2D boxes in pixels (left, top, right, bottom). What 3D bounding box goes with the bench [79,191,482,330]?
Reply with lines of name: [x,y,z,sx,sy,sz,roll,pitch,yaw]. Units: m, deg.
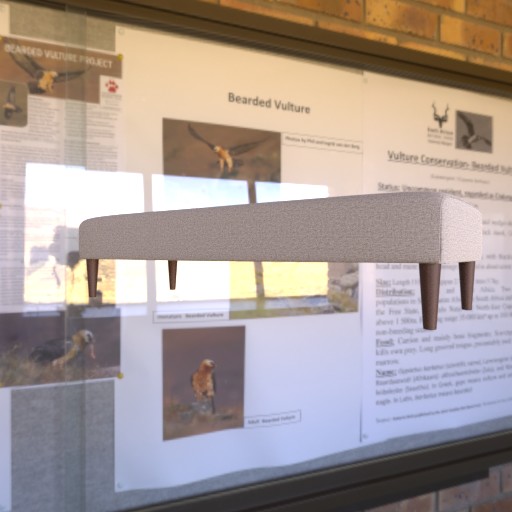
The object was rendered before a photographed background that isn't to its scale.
bench: [0.000,0.000,1.823,1.598,0.383,0.631,0,0,36]
